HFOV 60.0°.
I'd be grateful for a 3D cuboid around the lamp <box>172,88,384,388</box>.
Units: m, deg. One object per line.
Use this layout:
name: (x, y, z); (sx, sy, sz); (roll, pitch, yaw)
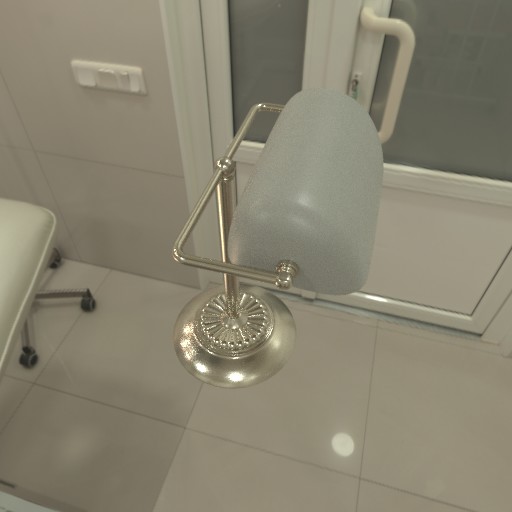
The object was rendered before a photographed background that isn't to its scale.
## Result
lamp: (0.000, 0.000, 0.515); (0.243, 0.339, 0.264); (12, 48, 11)
